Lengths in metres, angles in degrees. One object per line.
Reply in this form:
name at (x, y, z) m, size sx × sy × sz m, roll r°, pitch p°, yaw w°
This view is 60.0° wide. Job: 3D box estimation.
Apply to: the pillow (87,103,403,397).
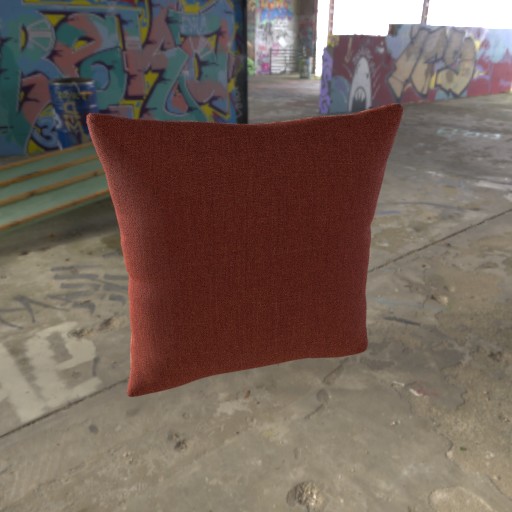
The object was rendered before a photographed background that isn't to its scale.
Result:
pillow at (0.000, 0.000, 0.671) m, size 0.429 × 0.434 × 0.159 m, roll -8°, pitch 27°, yaw -16°
